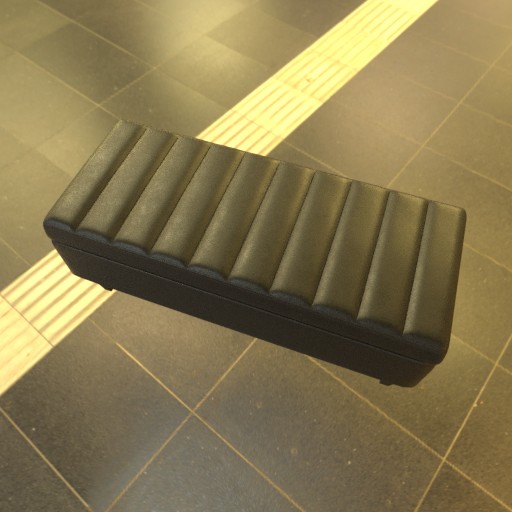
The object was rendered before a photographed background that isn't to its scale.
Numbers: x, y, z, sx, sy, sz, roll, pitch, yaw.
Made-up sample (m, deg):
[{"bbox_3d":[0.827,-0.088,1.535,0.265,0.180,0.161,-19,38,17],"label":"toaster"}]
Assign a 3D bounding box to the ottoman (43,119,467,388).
[{"bbox_3d":[0.000,0.000,1.443,1.151,0.469,0.482,17,60,10],"label":"ottoman"}]
